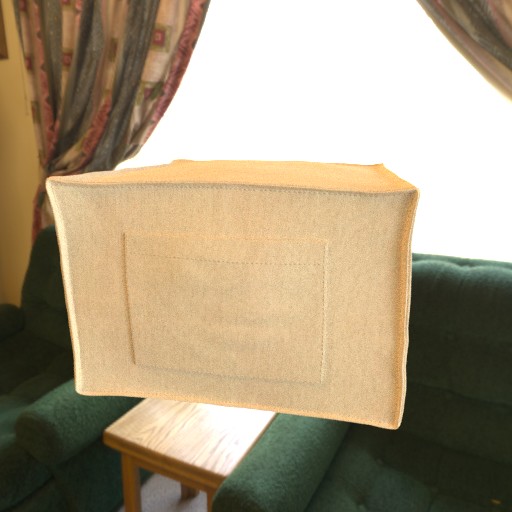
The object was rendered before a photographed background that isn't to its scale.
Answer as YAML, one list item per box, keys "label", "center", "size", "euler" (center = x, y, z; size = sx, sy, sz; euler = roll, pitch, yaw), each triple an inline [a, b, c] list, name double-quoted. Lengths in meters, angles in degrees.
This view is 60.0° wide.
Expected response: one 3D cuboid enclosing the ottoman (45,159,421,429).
- label: "ottoman"
  center: [0.000, 0.000, 1.132]
  size: [0.707, 0.470, 0.696]
  euler: [3, 15, 10]
